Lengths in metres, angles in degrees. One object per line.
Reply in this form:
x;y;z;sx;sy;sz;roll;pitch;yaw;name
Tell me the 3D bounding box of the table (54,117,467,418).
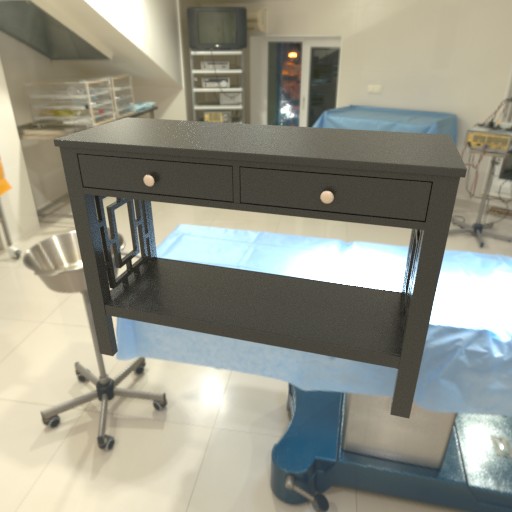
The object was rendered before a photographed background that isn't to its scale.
0.000;0.000;1.427;1.068;0.753;0.397;8;27;15;table
